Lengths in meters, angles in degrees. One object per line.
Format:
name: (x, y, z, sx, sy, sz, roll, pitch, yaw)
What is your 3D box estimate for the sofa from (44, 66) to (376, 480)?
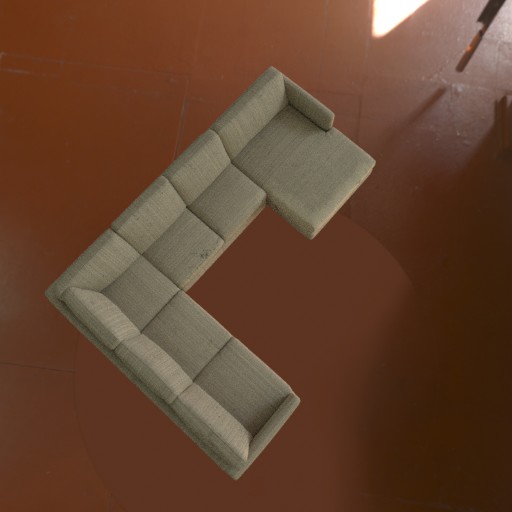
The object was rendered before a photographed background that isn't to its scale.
sofa: (0.000, 0.000, 4.690, 2.594, 0.961, 3.460, 41, 80, 9)
